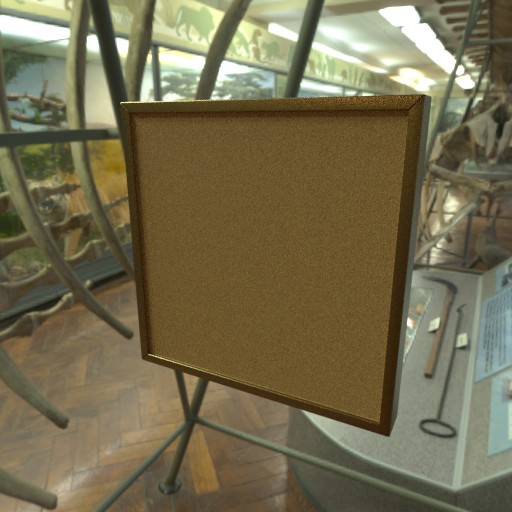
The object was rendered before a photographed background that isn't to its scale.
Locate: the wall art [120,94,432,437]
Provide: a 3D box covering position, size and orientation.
[{"bbox_3d":[0.000,0.000,0.458,0.305,0.305,0.037,9,19,27],"label":"wall art"}]
